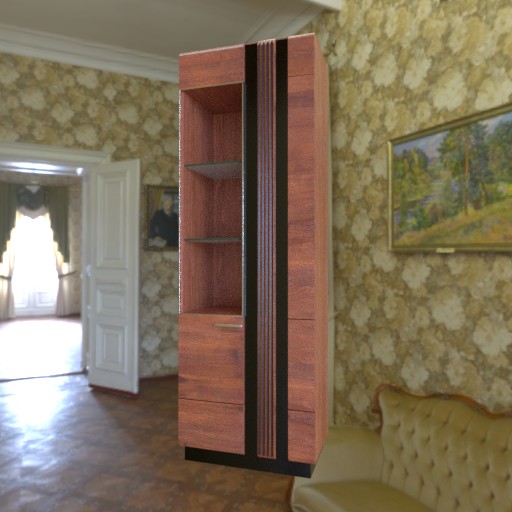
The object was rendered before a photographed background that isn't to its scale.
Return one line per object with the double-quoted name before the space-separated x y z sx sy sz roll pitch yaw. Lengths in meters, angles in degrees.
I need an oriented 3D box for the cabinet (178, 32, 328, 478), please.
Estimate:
"cabinet" 0.000 0.000 2.227 0.660 1.980 0.420 0 -1 17
